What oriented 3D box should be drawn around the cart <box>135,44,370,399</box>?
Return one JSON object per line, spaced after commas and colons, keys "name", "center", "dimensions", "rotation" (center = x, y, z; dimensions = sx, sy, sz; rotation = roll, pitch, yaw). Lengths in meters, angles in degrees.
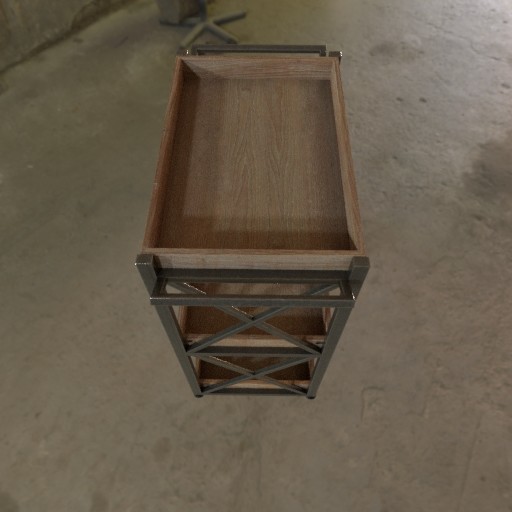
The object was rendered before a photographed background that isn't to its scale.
{"name": "cart", "center": [0.000, 0.000, 1.194], "dimensions": [0.377, 0.835, 0.673], "rotation": [1, 58, 0]}
